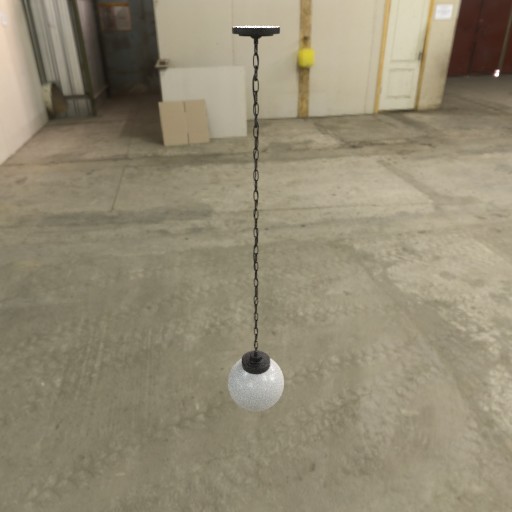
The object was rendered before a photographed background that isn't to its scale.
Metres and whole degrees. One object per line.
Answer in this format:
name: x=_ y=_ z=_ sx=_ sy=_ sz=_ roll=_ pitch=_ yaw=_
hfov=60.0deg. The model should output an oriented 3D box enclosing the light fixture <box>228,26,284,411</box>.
light fixture: x=0.000 y=0.000 z=2.032 sx=0.304 sy=1.867 sz=0.305 roll=9 pitch=30 yaw=16
